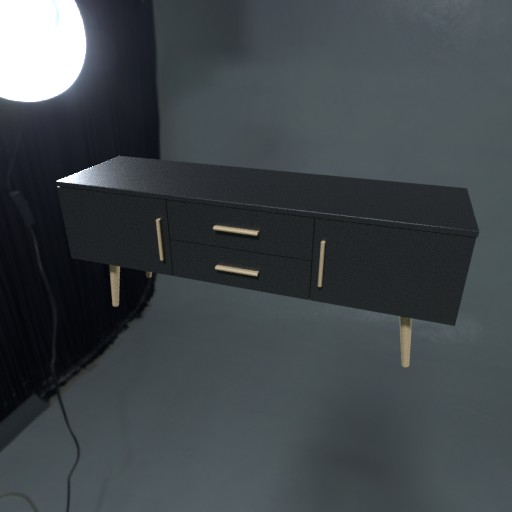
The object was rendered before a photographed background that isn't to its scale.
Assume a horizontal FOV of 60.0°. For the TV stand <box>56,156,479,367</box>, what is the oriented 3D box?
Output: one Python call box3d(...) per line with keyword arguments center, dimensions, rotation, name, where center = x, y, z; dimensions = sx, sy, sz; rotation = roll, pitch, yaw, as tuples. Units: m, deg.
box3d(center=(0.000, 0.000, 1.573), dimensions=(1.312, 0.518, 0.390), rotation=(9, 28, 17), name="TV stand")
